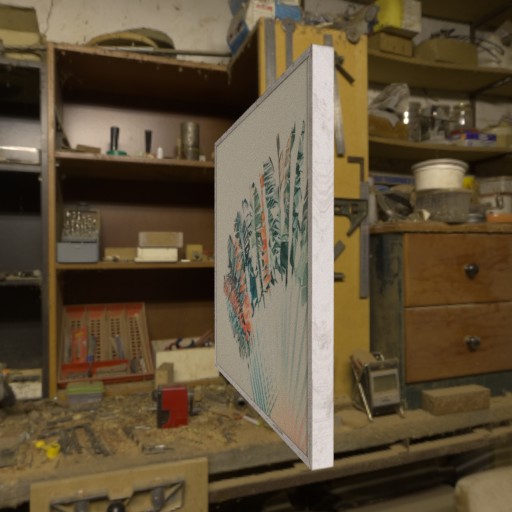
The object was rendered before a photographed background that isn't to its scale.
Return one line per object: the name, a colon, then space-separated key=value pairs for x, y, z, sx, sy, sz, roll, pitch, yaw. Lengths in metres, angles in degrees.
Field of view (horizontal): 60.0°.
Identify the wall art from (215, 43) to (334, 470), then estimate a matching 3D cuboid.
wall art: x=0.000 y=0.000 z=0.770 sx=0.029 sy=0.506 sz=0.508 roll=0 pitch=1 yaw=-18
